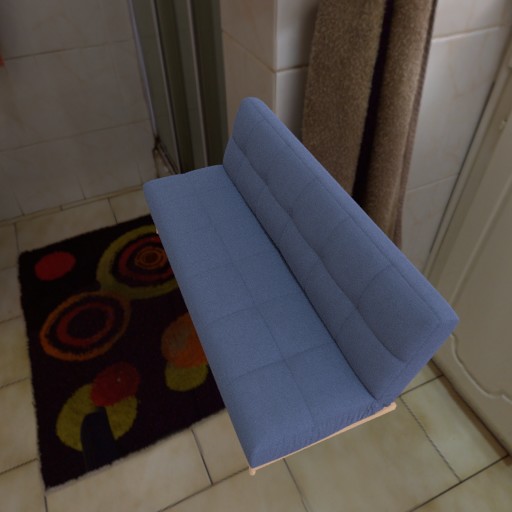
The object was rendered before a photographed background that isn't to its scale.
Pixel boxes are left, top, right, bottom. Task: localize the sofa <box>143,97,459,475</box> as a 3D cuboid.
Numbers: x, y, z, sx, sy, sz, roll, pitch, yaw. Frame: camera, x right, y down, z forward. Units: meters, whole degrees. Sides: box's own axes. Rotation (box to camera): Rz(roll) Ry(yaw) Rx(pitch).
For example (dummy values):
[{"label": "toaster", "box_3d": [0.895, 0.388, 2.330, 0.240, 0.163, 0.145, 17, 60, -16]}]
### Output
[{"label": "sofa", "box_3d": [0.000, 0.000, 2.232, 0.796, 0.800, 1.800, -16, 48, -16]}]
